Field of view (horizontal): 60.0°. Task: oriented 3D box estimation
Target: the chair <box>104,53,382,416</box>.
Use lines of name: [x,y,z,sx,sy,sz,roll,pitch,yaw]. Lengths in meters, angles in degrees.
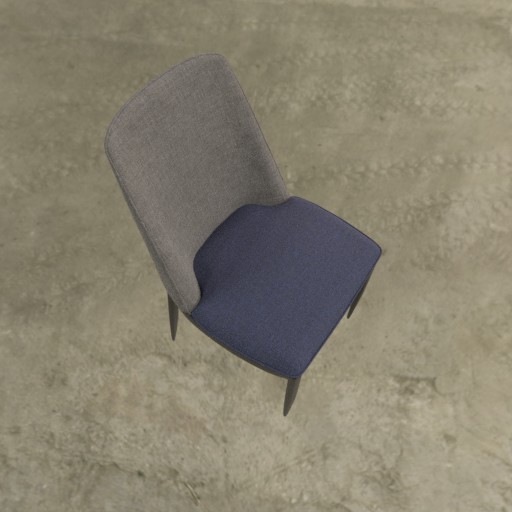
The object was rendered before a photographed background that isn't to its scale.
chair: [0.000,0.000,1.176,0.550,0.855,0.488,31,63,18]
